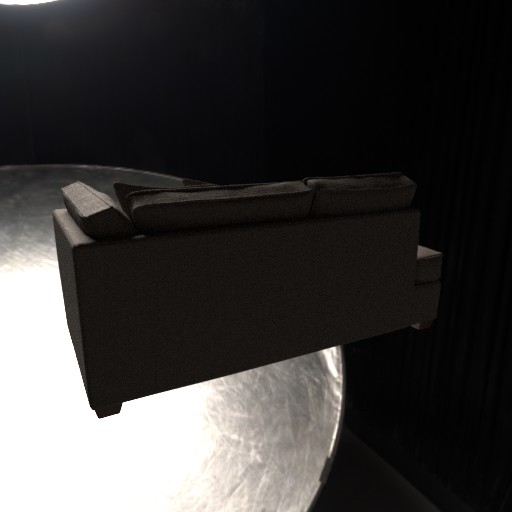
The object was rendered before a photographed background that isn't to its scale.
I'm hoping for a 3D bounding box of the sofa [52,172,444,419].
[{"bbox_3d":[0.000,0.000,2.810,2.237,1.033,1.110,-8,17,-27],"label":"sofa"}]
